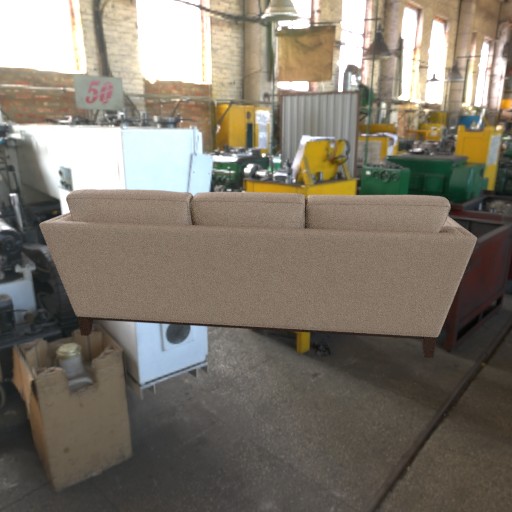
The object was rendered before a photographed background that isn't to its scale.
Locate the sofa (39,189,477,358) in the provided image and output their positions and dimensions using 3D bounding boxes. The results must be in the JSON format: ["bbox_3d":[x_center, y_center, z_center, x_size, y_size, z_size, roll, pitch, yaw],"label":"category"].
[{"bbox_3d":[0.000,0.000,2.926,2.388,0.940,0.965,2,17,7],"label":"sofa"}]
